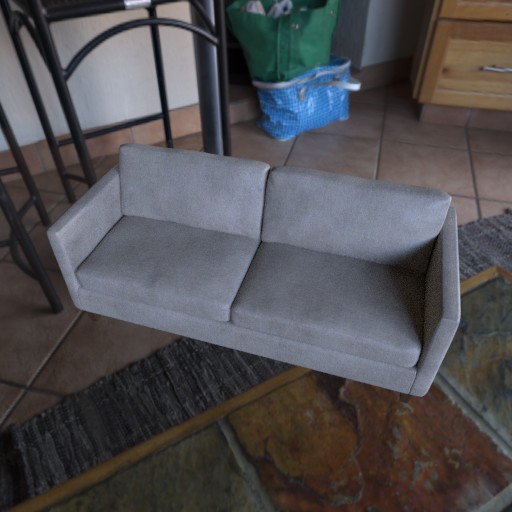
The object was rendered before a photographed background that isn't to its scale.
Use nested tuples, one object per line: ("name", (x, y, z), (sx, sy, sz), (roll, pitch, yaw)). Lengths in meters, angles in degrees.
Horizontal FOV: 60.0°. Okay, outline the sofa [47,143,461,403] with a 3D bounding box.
("sofa", (0.000, 0.000, 2.708), (2.208, 0.965, 0.951), (12, 43, 13))
